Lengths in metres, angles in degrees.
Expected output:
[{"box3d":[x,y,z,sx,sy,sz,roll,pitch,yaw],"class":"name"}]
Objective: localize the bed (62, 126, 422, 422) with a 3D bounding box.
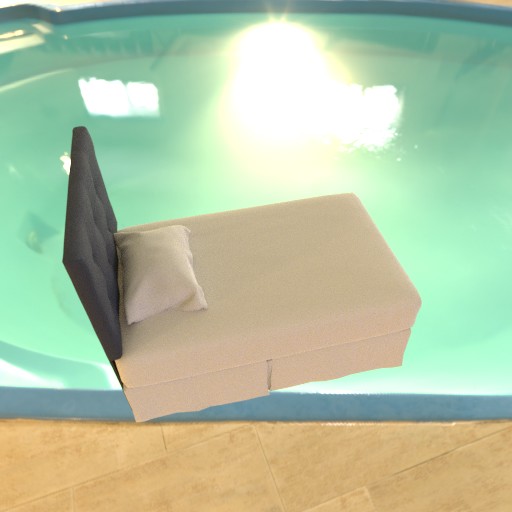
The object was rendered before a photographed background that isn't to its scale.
[{"box3d":[0.000,0.000,2.974,1.997,1.571,1.261,-10,47,-9],"class":"bed"}]
